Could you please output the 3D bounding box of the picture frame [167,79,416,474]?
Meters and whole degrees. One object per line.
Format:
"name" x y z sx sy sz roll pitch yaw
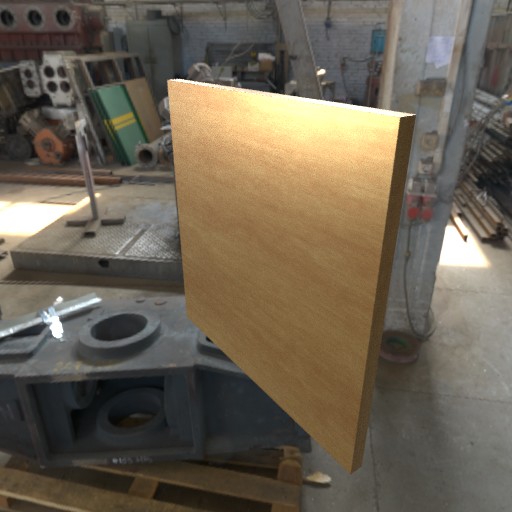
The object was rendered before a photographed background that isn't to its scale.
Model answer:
"picture frame" 0.000 0.000 1.092 0.037 0.761 0.758 -18 31 -32
